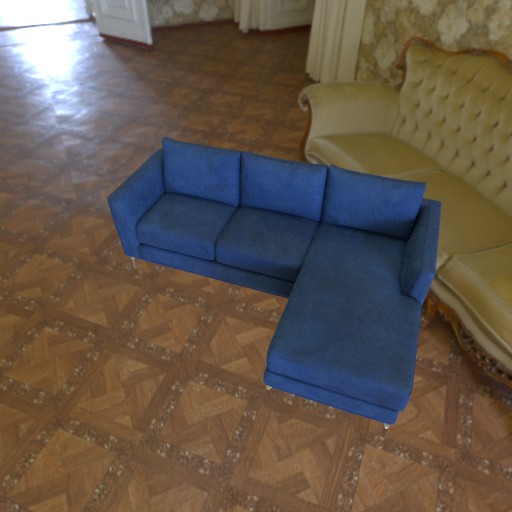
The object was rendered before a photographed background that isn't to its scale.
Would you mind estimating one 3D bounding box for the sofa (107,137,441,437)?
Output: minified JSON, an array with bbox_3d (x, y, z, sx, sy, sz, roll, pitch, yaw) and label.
[{"bbox_3d":[0.000,0.000,3.292,2.438,0.987,1.622,14,44,15],"label":"sofa"}]
